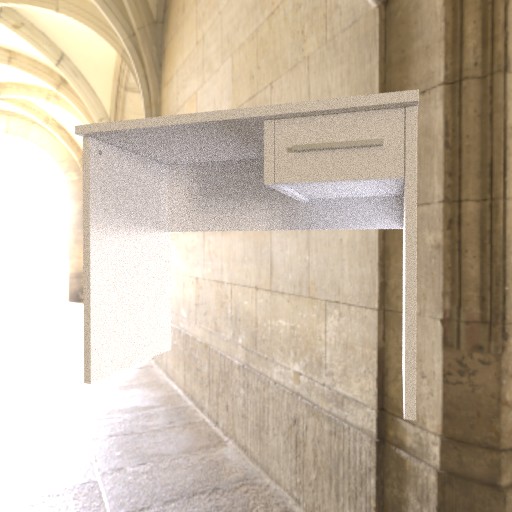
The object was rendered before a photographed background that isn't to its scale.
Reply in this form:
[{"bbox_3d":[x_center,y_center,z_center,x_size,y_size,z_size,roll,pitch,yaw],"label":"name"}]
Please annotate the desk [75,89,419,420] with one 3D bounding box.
[{"bbox_3d":[0.000,0.000,1.336,0.900,0.729,0.498,0,1,18],"label":"desk"}]
